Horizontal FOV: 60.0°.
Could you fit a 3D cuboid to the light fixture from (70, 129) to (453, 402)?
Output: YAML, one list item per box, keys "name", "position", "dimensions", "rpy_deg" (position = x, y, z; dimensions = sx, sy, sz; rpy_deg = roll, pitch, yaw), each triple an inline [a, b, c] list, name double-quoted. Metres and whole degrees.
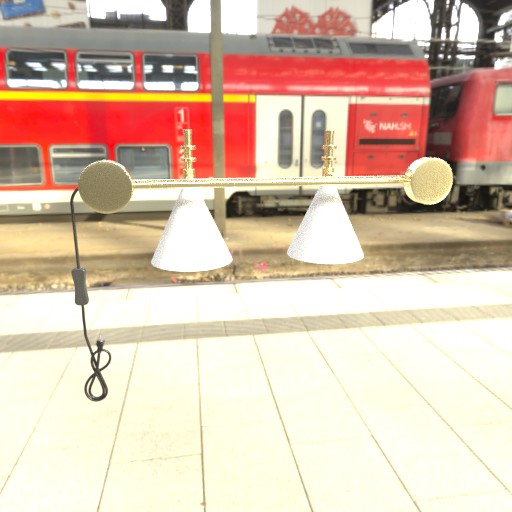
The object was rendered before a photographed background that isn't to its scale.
- name: "light fixture"
  position: [0.000, 0.000, 0.852]
  dimensions: [0.642, 0.468, 0.239]
  rpy_deg: [-3, 15, -10]
